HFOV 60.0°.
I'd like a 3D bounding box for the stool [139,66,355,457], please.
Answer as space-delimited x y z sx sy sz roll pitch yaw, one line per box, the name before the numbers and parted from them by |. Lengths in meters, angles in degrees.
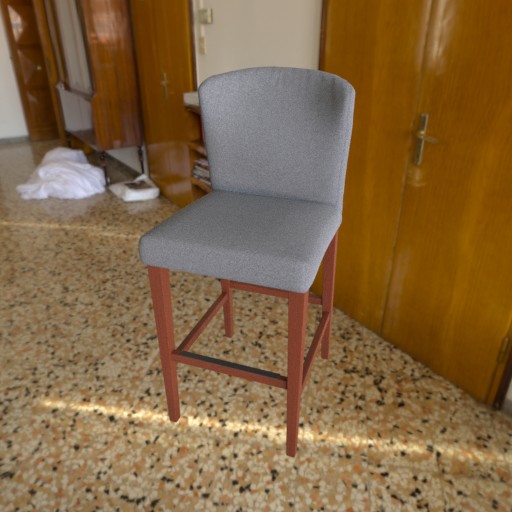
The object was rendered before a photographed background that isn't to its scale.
stool | 0.000 0.000 1.397 0.481 1.069 0.568 9 28 18
